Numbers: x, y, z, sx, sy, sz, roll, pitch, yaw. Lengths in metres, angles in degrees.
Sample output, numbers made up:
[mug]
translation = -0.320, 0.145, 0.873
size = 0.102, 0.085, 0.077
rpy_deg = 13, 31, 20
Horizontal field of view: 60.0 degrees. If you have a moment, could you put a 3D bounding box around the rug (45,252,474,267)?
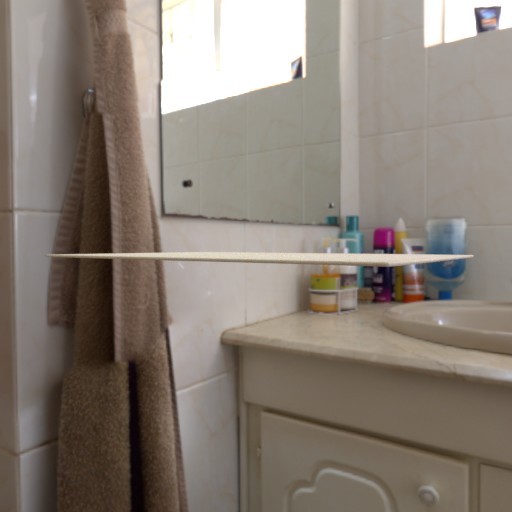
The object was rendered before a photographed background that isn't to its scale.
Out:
[rug]
translation = 0.000, 0.000, 2.276
size = 1.848, 0.014, 1.238
rpy_deg = 1, 2, 36
